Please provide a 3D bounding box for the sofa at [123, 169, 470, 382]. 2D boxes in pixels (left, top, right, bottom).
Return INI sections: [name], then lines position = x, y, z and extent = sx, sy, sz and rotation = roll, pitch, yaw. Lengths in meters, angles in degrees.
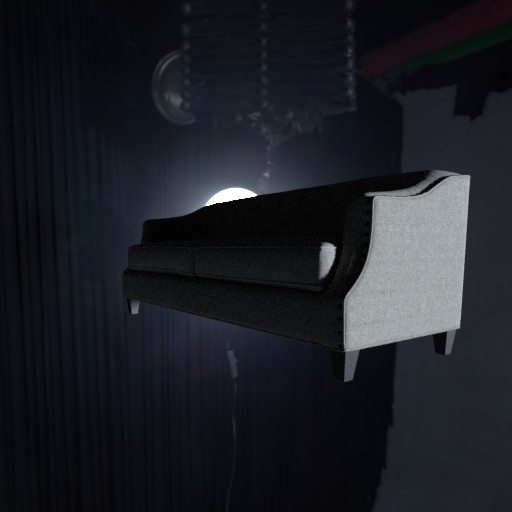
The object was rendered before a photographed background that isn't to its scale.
[sofa]
position = 0.000, 0.000, 2.750
extent = 0.914, 0.901, 2.235
rotation = -1, 1, -37
